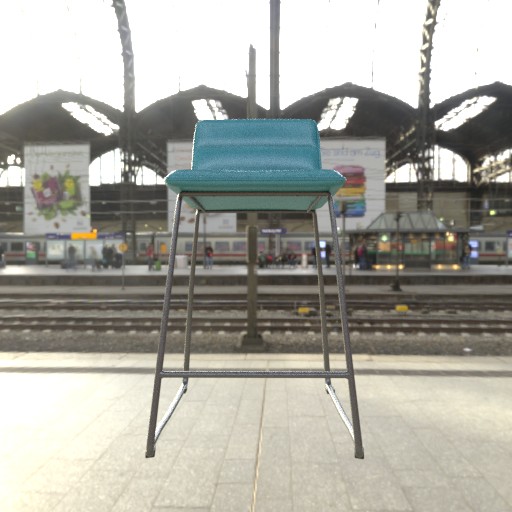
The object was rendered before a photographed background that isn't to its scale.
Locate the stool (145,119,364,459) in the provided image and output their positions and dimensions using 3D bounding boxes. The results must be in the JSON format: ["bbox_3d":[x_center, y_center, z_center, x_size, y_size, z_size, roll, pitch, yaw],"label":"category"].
[{"bbox_3d":[0.000,0.000,1.178,0.489,0.866,0.524,0,1,1],"label":"stool"}]
